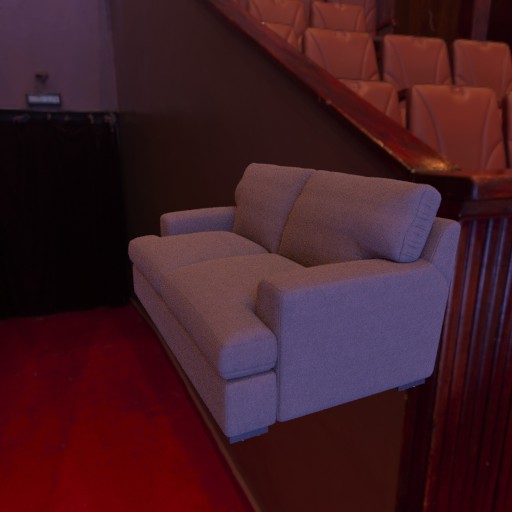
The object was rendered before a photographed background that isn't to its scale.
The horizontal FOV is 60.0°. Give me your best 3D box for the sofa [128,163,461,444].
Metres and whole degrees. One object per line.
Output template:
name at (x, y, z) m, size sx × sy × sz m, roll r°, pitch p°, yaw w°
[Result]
sofa at (0.000, 0.000, 2.538) m, size 1.140 × 0.950 × 1.869 m, roll -7°, pitch 17°, yaw -25°
